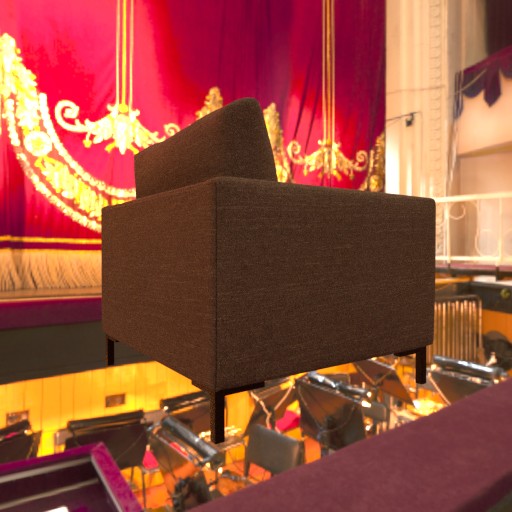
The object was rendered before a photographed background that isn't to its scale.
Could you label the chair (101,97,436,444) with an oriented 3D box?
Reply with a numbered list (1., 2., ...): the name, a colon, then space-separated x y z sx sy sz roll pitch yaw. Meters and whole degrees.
1. chair: 0.000 0.000 1.588 0.845 0.841 0.940 -1 1 -35
